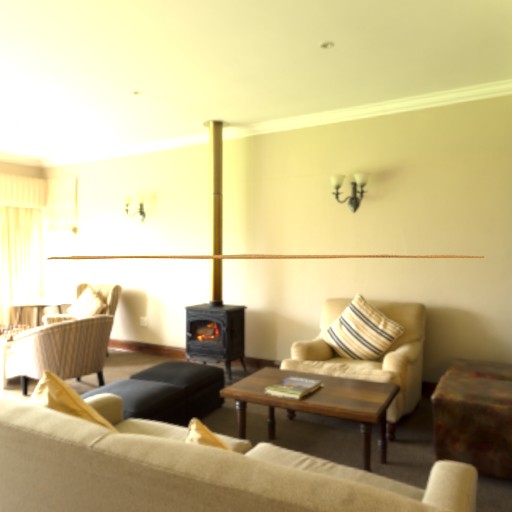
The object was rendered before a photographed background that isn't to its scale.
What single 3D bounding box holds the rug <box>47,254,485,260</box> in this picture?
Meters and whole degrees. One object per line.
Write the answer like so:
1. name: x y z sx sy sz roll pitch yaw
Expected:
1. rug: 0.000 0.000 3.044 2.439 0.015 1.524 0 1 -19
